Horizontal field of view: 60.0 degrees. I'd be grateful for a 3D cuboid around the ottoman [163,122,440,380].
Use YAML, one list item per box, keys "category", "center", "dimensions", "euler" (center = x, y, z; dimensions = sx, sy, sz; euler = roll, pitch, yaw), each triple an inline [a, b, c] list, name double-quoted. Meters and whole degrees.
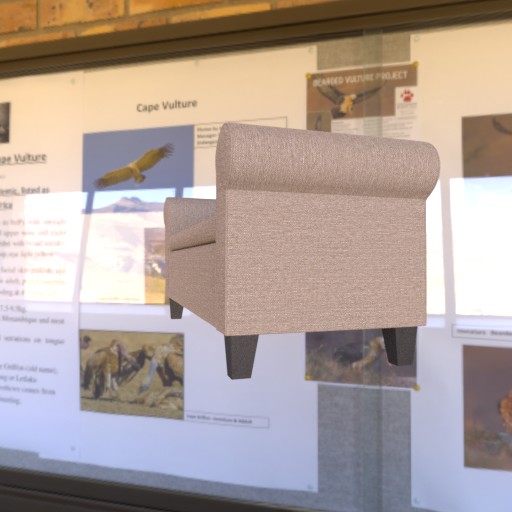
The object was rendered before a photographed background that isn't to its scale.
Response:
- category: "ottoman"
  center: [0.000, 0.000, 1.546]
  dimensions: [0.521, 0.547, 1.256]
  euler: [0, -1, -18]
